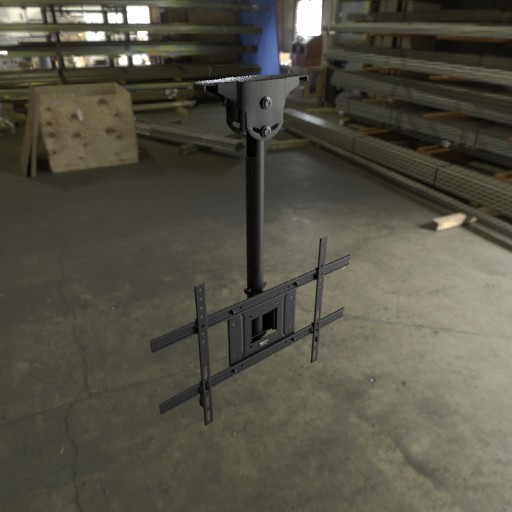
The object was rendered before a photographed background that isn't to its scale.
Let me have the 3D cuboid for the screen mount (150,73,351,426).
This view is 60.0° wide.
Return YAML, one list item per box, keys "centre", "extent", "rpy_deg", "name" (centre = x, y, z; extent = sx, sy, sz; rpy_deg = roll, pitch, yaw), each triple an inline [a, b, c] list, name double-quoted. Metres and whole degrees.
- centre: [0.000, 0.000, 1.036]
  extent: [0.595, 0.775, 0.090]
  rpy_deg: [-20, 34, -33]
  name: "screen mount"
